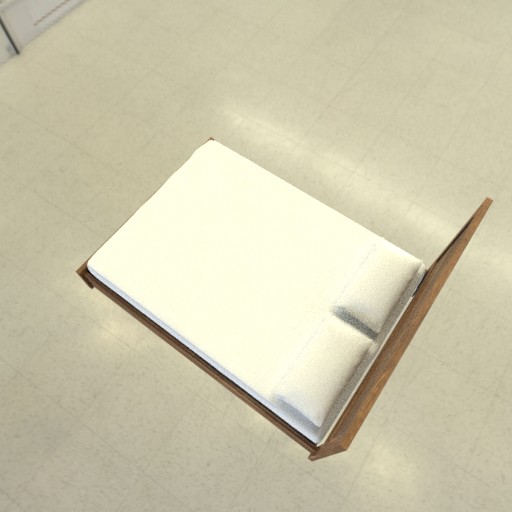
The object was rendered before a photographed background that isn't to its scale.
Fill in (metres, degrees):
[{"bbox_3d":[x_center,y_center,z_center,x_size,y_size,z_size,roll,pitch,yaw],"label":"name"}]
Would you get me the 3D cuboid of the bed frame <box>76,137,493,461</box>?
[{"bbox_3d":[0.000,0.000,3.269,2.276,1.417,1.696,33,68,15],"label":"bed frame"}]
